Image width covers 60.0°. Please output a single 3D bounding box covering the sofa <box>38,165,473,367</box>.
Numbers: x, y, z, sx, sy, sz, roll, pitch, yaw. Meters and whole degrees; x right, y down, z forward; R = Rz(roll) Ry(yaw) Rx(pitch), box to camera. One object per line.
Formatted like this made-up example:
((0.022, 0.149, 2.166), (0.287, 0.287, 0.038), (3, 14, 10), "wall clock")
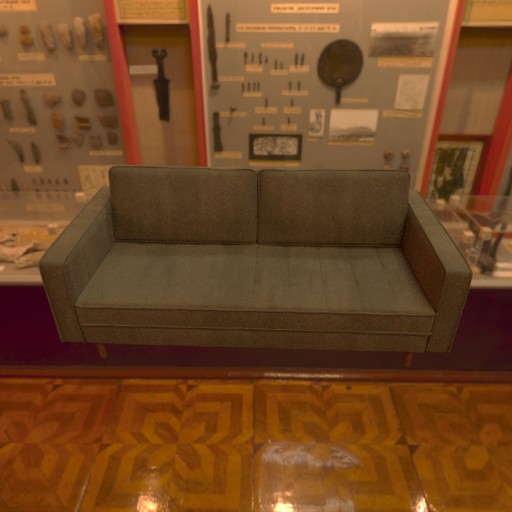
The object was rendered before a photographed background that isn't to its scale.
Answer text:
((0.000, 0.000, 2.396), (1.920, 0.825, 0.924), (1, 31, 2), "sofa")
